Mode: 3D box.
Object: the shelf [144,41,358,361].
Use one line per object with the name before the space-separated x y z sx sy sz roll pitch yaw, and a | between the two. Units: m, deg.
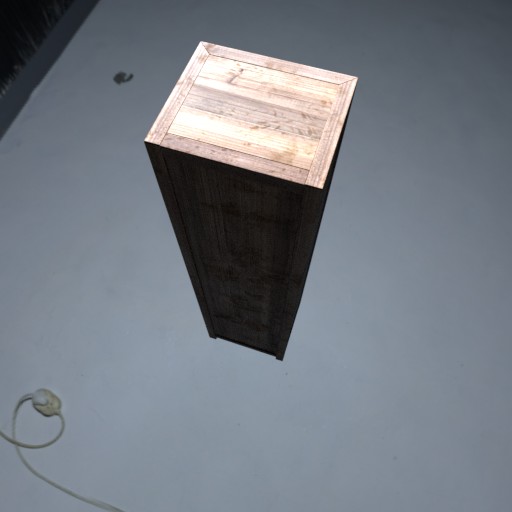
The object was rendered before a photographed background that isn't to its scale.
shelf | 0.000 0.000 2.106 0.500 1.900 0.428 17 65 8
